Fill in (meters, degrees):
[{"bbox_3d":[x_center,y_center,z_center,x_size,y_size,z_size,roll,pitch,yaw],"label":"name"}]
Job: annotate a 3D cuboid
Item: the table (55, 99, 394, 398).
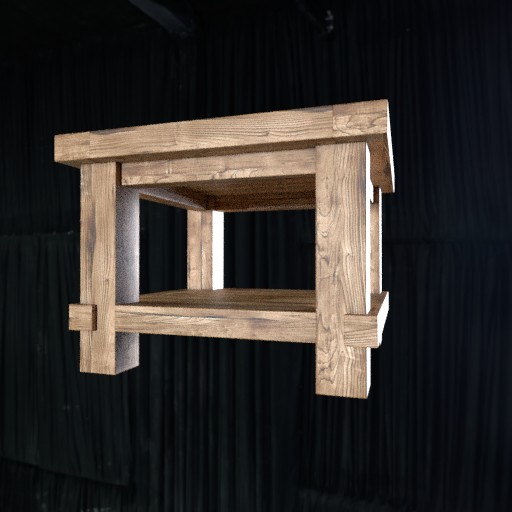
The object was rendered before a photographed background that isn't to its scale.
[{"bbox_3d":[0.000,0.000,1.038,0.610,0.457,0.610,0,-1,18],"label":"table"}]
